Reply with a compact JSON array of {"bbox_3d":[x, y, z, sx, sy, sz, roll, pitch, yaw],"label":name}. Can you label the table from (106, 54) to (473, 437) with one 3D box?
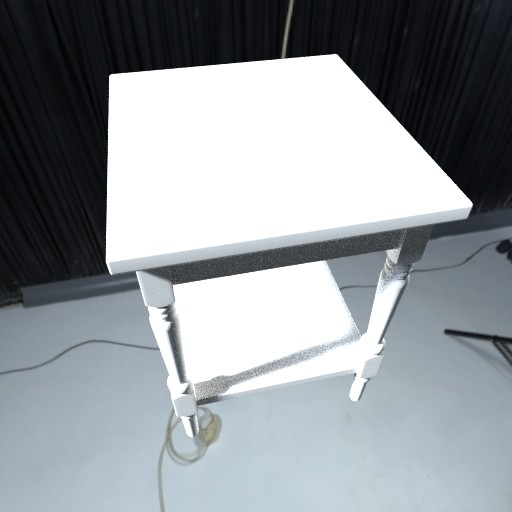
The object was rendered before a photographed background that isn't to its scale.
[{"bbox_3d":[0.000,0.000,0.878,0.442,0.565,0.488,-9,46,-9],"label":"table"}]
